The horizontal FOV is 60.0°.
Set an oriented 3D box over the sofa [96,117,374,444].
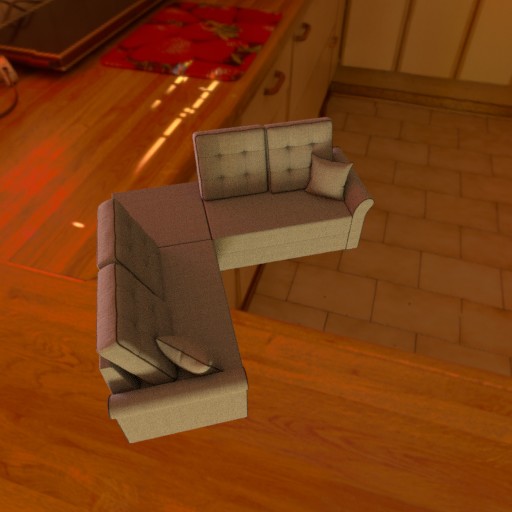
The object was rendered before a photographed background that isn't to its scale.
[{"bbox_3d":[0.000,0.000,3.240,2.070,0.988,2.068,-10,48,-9],"label":"sofa"}]
